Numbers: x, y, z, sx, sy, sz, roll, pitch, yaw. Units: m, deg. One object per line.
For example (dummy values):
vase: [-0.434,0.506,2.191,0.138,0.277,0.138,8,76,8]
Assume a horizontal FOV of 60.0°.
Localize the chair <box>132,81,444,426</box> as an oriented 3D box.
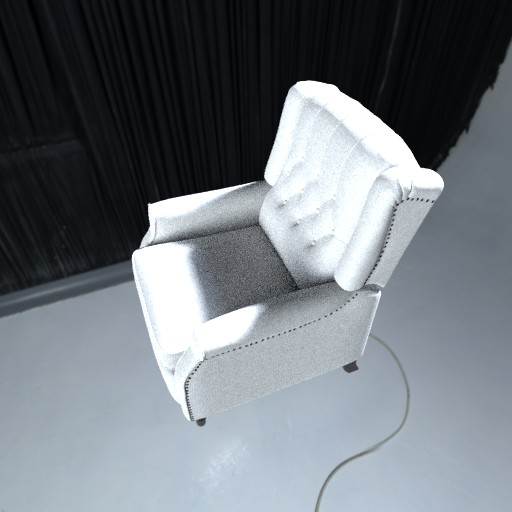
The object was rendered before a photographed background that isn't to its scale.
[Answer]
chair: [0.000,0.000,1.664,0.902,1.035,0.742,-16,48,-15]
